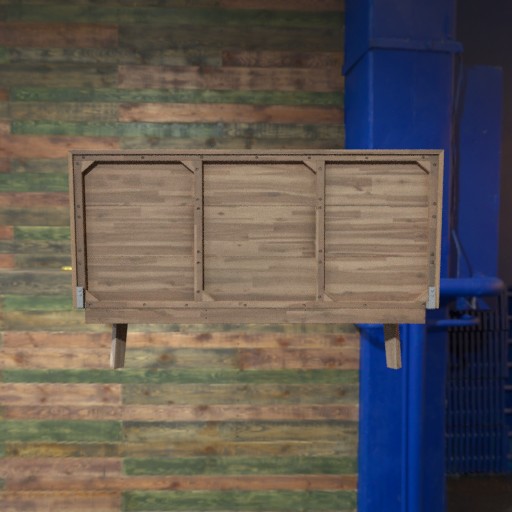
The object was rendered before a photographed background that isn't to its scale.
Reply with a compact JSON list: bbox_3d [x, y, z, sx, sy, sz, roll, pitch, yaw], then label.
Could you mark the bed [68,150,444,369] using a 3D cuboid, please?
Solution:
[{"bbox_3d":[0.000,0.000,3.153,1.759,1.071,2.145,0,2,0],"label":"bed"}]
